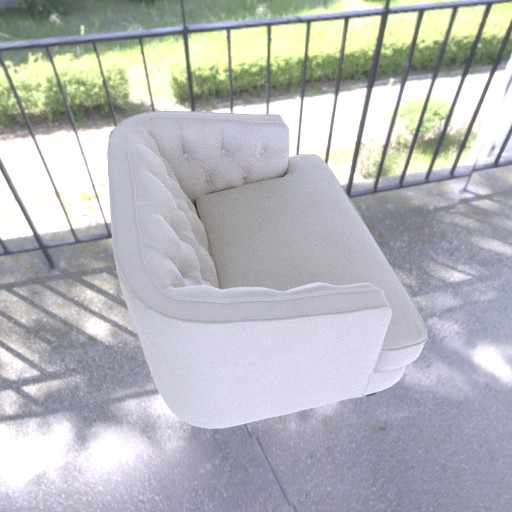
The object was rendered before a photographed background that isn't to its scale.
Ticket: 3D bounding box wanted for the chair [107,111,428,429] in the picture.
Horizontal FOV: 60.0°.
[{"bbox_3d":[0.000,0.000,1.736,0.941,0.852,1.104,-11,49,-10],"label":"chair"}]
